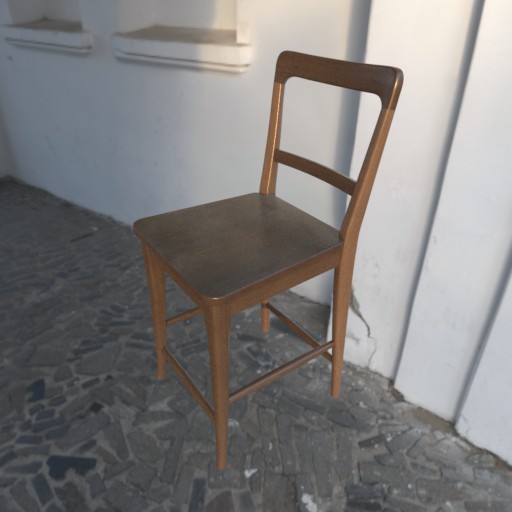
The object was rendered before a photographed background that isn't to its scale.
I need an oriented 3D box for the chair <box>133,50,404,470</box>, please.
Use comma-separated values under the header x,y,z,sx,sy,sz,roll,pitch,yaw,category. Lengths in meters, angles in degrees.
x,y,z,sx,sy,sz,roll,pitch,yaw,category
0.000,0.000,1.244,0.546,0.991,0.450,-20,36,-29,chair
